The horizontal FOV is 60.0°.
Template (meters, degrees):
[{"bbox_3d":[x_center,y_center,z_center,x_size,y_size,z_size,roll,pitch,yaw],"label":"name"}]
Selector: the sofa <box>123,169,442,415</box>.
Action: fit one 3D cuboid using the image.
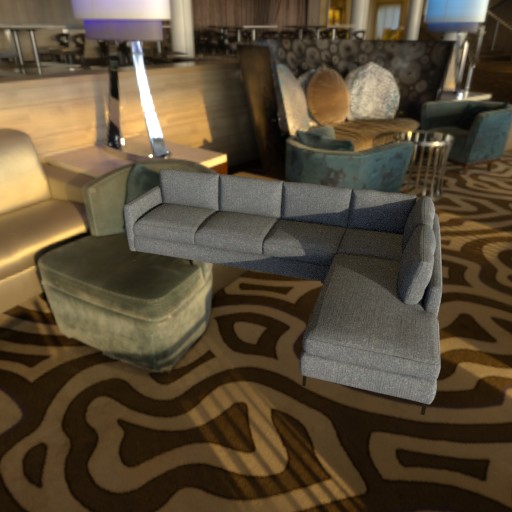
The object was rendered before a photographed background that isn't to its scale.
[{"bbox_3d":[0.000,0.000,3.789,2.949,0.815,2.007,9,29,17],"label":"sofa"}]
